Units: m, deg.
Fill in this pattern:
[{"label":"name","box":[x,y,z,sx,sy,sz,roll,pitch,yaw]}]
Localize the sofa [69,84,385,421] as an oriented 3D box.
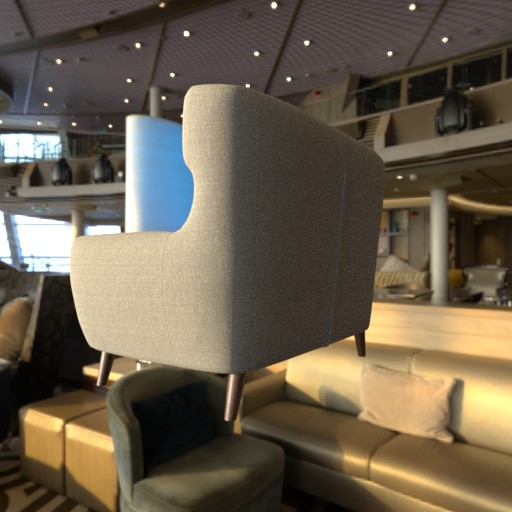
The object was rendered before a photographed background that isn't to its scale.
[{"label":"sofa","box":[0.000,0.000,1.998,0.884,1.028,1.386,0,0,35]}]
